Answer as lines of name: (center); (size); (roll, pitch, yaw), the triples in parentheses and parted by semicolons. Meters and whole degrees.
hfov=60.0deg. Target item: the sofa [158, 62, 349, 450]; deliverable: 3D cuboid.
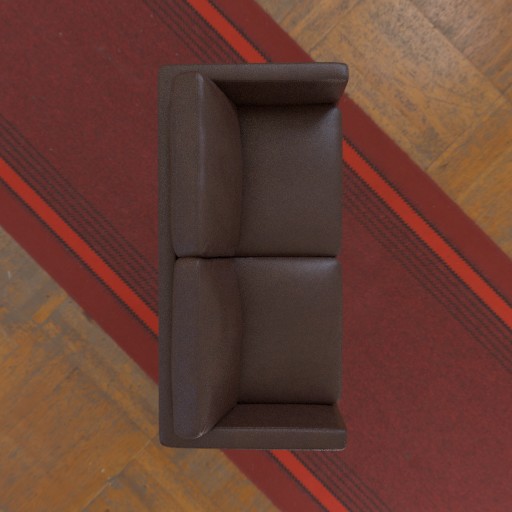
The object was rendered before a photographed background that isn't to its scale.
sofa: (0.000, 0.000, 2.426); (0.951, 0.933, 1.883); (0, 91, 2)
